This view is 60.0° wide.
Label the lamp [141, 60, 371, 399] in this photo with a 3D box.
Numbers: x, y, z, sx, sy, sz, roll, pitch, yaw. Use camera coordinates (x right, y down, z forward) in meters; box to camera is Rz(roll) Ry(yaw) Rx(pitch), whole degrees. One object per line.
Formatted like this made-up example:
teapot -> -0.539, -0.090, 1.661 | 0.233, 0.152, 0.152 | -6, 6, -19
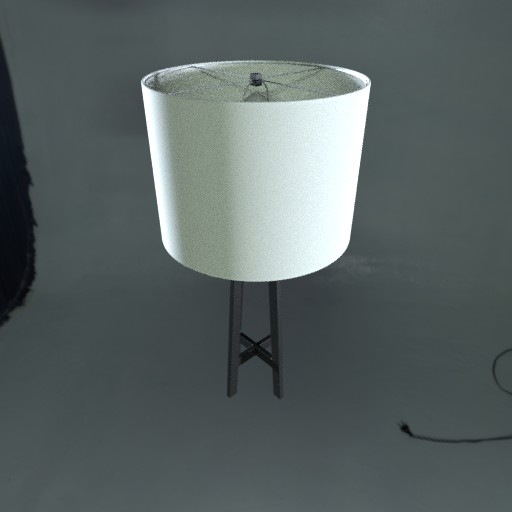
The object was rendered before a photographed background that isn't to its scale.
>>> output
lamp -> 0.000, 0.000, 0.635 | 0.257, 0.489, 0.257 | 1, 32, 2
